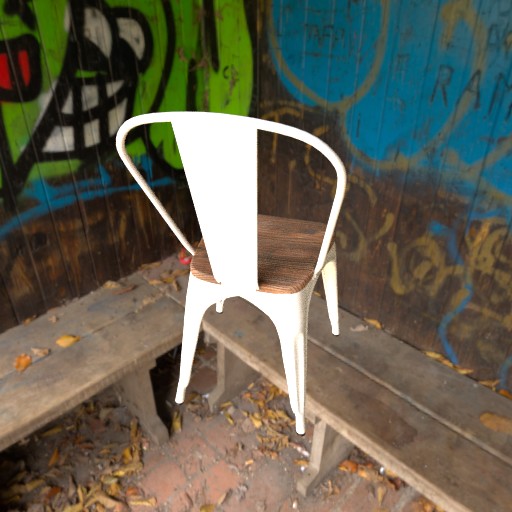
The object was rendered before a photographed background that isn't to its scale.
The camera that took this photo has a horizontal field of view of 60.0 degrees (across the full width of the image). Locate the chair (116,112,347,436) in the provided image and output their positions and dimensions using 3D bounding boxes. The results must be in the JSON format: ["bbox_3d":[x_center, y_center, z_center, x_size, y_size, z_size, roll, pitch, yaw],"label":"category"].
[{"bbox_3d":[0.000,0.000,1.160,0.452,0.851,0.521,9,33,14],"label":"chair"}]
